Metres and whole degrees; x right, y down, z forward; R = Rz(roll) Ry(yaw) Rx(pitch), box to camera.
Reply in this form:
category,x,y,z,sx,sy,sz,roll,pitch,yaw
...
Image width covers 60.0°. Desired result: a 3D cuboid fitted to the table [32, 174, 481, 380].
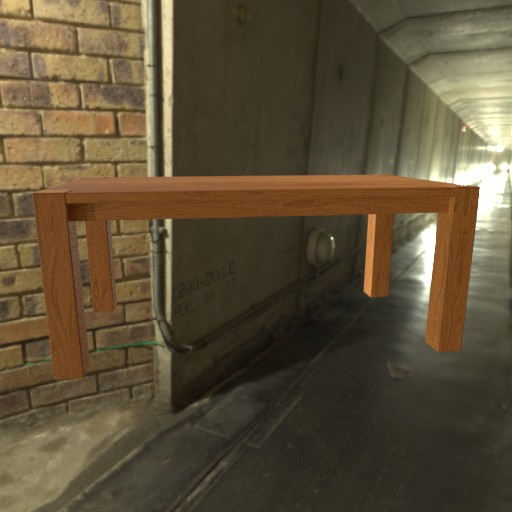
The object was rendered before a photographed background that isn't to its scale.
category,x,y,z,sx,sy,sz,roll,pitch,yaw
table,0.000,0.000,2.278,1.800,0.760,0.900,-2,14,-8
